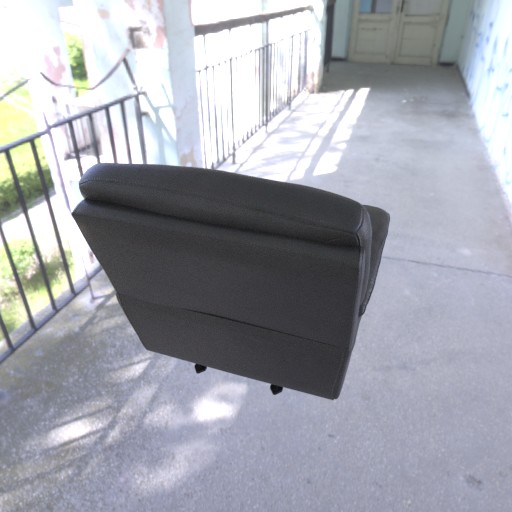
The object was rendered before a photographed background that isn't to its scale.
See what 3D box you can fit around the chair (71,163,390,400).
[{"bbox_3d":[0.000,0.000,2.021,1.096,1.109,1.087,11,34,16],"label":"chair"}]
